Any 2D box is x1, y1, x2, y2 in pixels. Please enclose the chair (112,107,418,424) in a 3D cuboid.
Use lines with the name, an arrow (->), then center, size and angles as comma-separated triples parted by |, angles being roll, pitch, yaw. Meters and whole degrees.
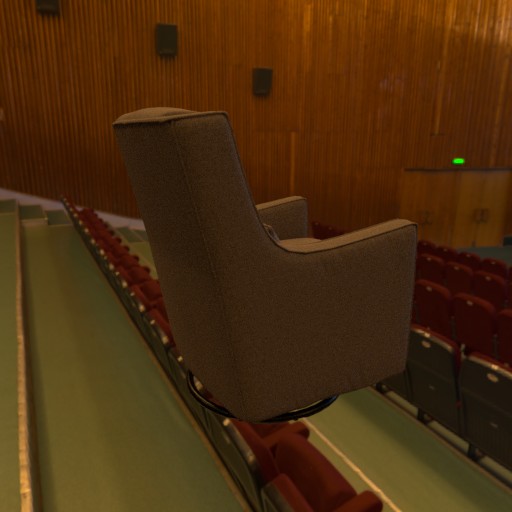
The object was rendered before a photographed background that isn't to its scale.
chair -> 0.000, 0.000, 1.595 | 0.879, 0.993, 0.732 | -8, 18, -27
